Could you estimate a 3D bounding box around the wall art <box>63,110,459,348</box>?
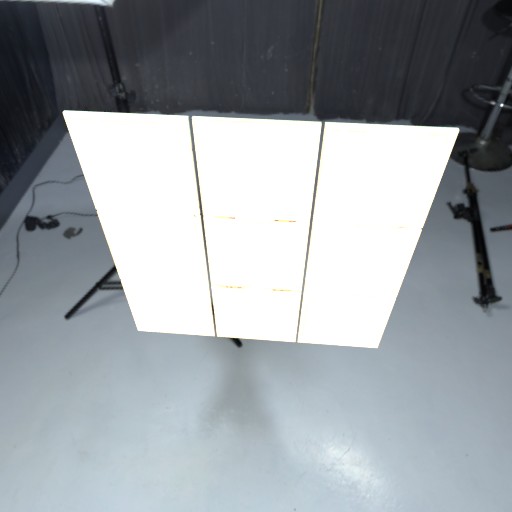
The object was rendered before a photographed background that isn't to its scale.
[{"bbox_3d":[0.000,0.000,1.802,1.214,1.219,0.013,4,47,3],"label":"wall art"}]
